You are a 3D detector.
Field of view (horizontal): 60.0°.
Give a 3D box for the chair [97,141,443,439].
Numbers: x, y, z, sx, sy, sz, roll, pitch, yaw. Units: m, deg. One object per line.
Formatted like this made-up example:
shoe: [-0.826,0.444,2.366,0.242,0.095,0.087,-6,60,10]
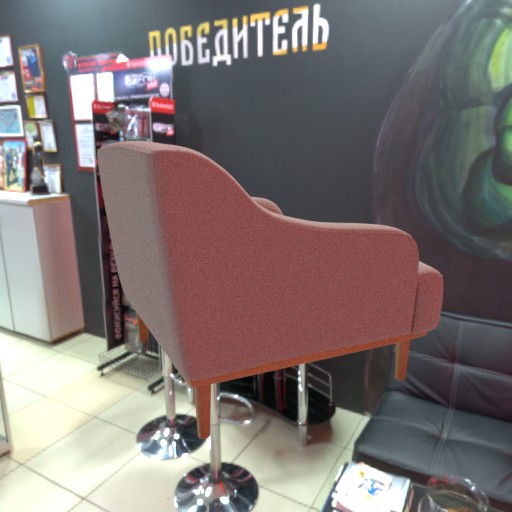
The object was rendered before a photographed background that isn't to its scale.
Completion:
chair: [0.000,0.000,1.633,0.951,0.818,0.946,-7,16,-27]
